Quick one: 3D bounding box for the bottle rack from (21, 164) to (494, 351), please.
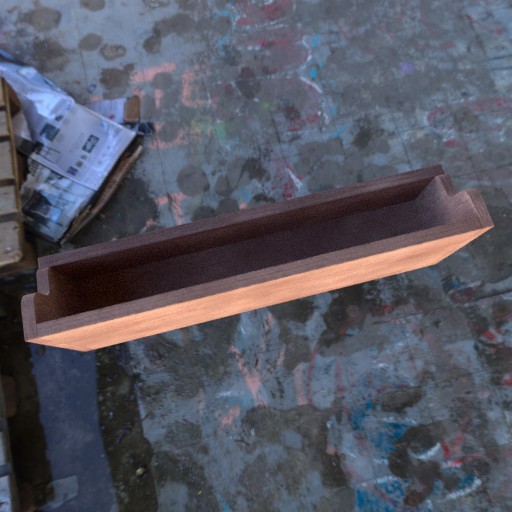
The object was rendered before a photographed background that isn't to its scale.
[{"bbox_3d":[0.000,0.000,0.667,0.608,0.196,0.126,-14,75,-4],"label":"bottle rack"}]
